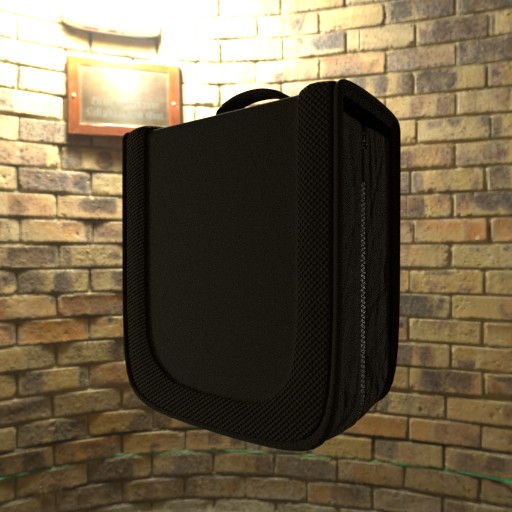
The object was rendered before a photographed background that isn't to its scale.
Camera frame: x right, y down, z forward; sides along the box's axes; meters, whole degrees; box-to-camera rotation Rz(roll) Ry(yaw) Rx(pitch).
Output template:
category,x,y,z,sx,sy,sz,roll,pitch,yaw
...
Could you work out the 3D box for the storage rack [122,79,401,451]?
category,x,y,z,sx,sy,sz,roll,pitch,yaw
storage rack,0.000,0.000,0.533,0.297,0.387,0.168,0,0,36
